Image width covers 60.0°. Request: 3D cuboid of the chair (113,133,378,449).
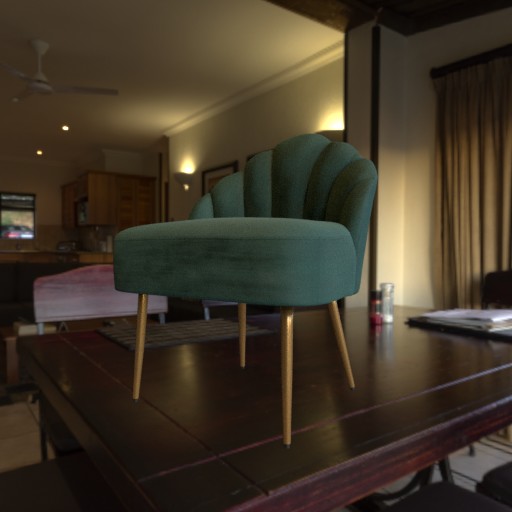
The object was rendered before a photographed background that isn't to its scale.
[{"bbox_3d":[0.000,0.000,1.288,0.657,0.819,0.599,1,1,35],"label":"chair"}]
